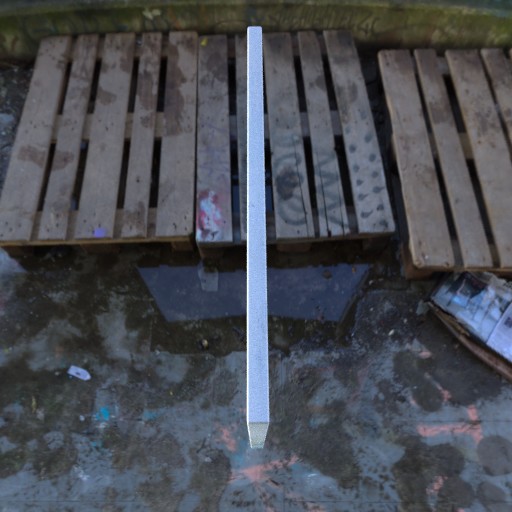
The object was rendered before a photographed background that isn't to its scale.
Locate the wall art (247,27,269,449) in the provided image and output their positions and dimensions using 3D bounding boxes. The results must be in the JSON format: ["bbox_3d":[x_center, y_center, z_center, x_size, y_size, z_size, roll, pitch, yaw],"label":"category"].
[{"bbox_3d":[0.000,0.000,1.319,0.038,0.762,1.016,0,64,0],"label":"wall art"}]
